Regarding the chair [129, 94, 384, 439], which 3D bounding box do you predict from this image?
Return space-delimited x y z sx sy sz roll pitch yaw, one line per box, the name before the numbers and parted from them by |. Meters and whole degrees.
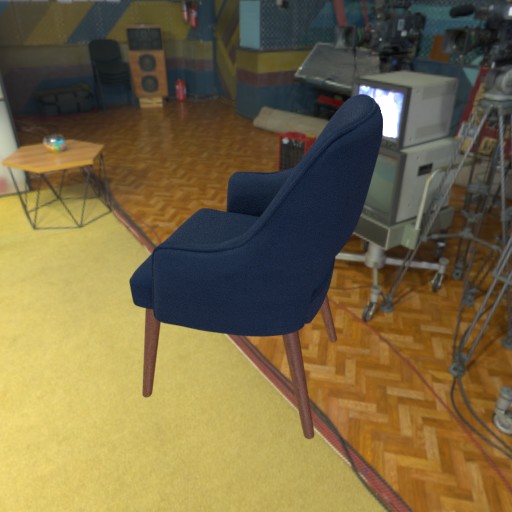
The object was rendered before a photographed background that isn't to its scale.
chair | 0.000 0.000 1.246 0.591 0.844 0.559 9 31 15
